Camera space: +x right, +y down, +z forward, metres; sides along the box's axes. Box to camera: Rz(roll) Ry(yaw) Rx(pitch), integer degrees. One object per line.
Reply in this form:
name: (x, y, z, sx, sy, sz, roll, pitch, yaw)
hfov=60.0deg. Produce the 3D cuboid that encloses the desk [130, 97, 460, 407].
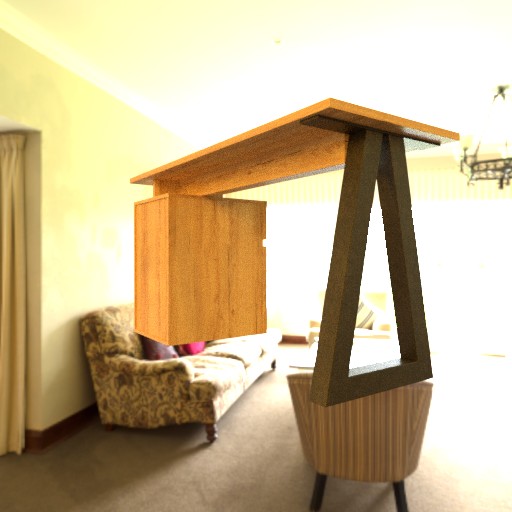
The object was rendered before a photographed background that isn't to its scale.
desk: (0.000, 0.000, 1.780, 0.550, 0.760, 1.400, 0, 0, -35)
